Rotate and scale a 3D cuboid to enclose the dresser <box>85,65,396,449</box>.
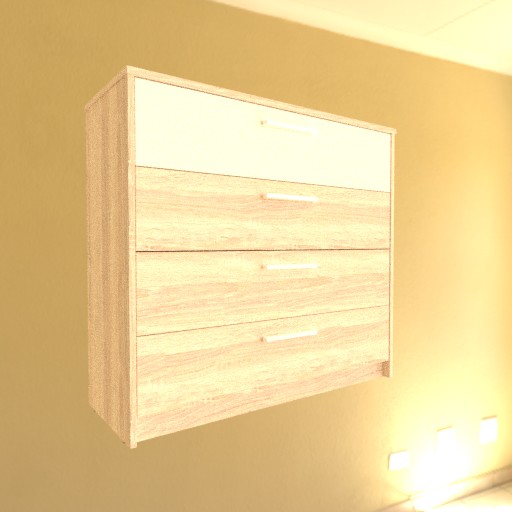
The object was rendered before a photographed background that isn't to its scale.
[{"bbox_3d":[0.000,0.000,1.458,0.980,0.900,0.380,-1,2,-35],"label":"dresser"}]
